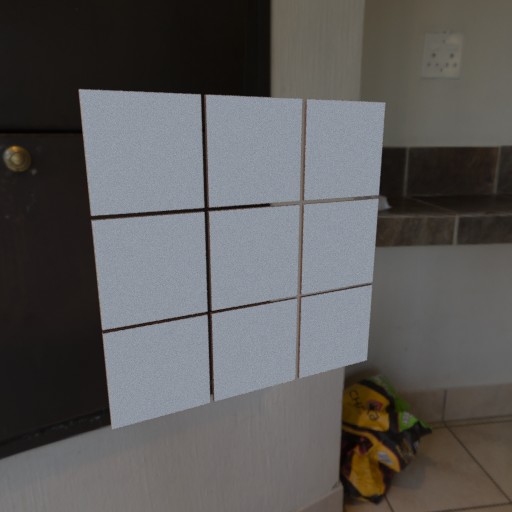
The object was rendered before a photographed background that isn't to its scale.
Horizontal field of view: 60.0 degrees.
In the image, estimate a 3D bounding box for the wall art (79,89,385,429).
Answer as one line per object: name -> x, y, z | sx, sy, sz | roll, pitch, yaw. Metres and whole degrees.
wall art -> 0.000, 0.000, 1.839 | 1.256, 1.246, 0.017 | -7, 17, -25
